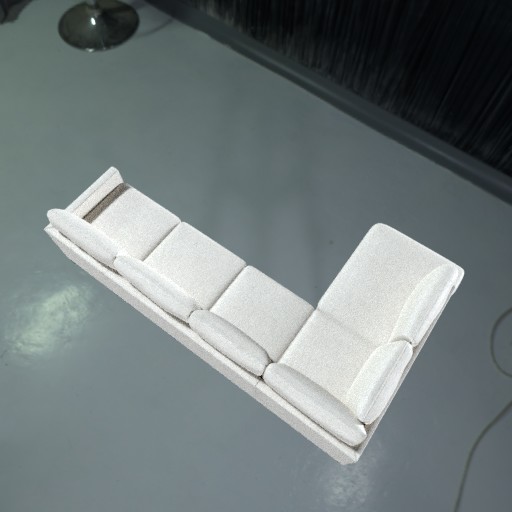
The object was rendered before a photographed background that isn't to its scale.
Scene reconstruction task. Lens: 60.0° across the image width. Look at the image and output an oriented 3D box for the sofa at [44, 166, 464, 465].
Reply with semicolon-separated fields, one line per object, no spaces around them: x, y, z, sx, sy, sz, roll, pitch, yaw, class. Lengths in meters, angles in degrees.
0.000;0.000;4.236;3.384;0.996;2.048;33;68;15;sofa
